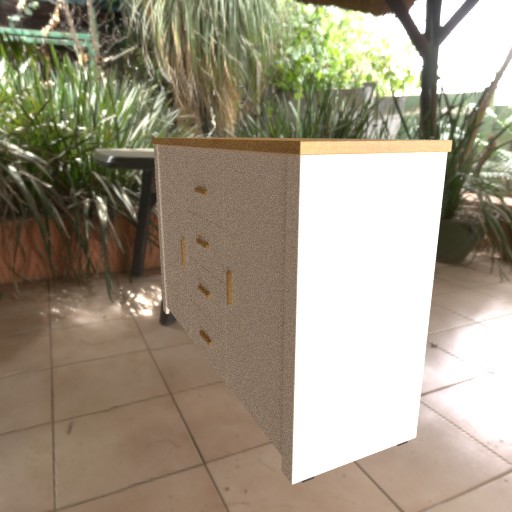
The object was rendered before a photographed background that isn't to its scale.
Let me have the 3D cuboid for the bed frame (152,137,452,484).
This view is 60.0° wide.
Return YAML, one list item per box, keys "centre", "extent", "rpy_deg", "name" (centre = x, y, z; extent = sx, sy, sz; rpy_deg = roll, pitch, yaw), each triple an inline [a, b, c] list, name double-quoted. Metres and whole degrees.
- centre: [0.000, 0.000, 1.659]
  extent: [0.430, 0.850, 1.300]
  rpy_deg: [-7, 17, -25]
  name: "bed frame"
